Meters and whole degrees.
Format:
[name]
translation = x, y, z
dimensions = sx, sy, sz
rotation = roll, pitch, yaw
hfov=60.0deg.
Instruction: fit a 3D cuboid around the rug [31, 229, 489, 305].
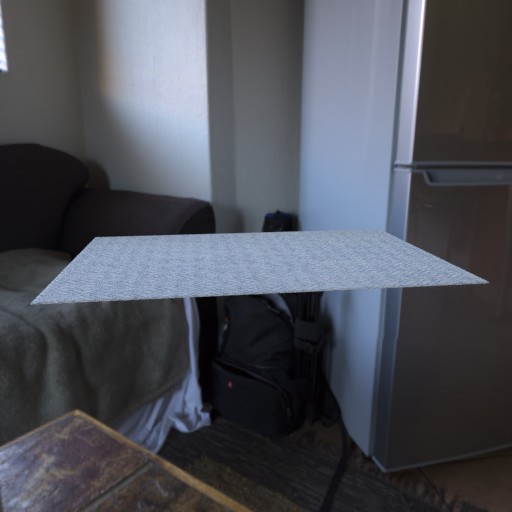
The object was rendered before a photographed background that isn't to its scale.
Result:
[rug]
translation = 0.000, 0.000, 3.063
dimensions = 2.441, 0.008, 1.526
rotation = -2, 15, -8
